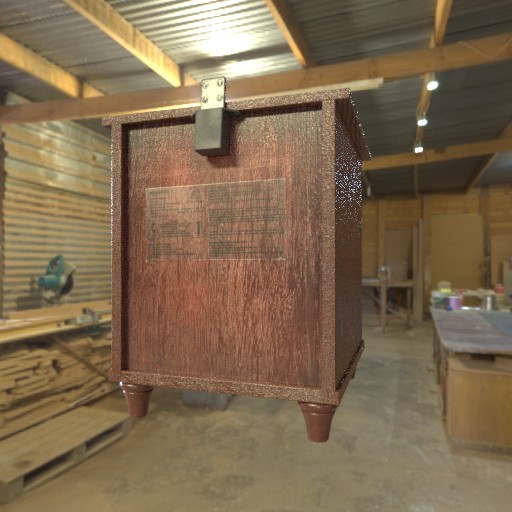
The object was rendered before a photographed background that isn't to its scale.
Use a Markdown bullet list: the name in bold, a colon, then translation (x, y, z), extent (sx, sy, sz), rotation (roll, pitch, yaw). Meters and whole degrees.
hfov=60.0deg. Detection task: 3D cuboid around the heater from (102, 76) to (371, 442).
- **heater**: translation (0.000, 0.000, 0.768), extent (0.362, 0.481, 0.400), rotation (0, 0, 19)
